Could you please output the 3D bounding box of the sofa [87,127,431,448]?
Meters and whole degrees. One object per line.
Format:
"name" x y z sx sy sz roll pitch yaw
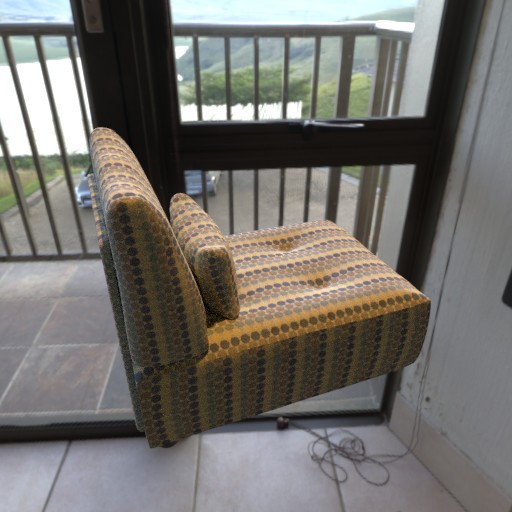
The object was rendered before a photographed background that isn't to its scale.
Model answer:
"sofa" 0.000 0.000 1.552 1.000 0.820 0.700 -11 32 -18
